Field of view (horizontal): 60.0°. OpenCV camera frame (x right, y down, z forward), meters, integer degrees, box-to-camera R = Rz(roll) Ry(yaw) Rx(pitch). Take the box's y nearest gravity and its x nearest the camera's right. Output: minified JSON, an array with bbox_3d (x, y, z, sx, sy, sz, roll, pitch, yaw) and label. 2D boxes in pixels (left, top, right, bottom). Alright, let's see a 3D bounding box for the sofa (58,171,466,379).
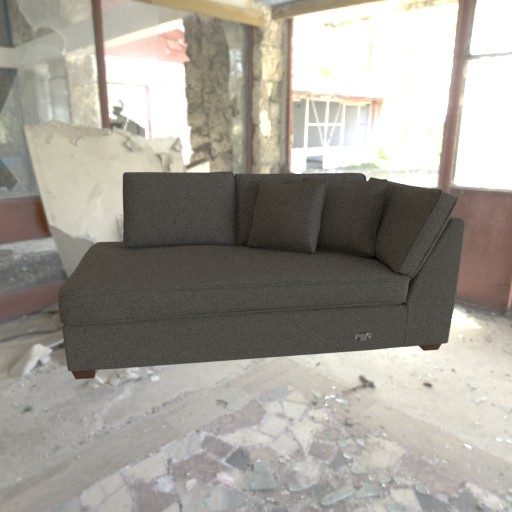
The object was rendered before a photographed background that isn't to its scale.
[{"bbox_3d":[0.000,0.000,2.883,2.237,1.033,1.110,-2,16,-8],"label":"sofa"}]
